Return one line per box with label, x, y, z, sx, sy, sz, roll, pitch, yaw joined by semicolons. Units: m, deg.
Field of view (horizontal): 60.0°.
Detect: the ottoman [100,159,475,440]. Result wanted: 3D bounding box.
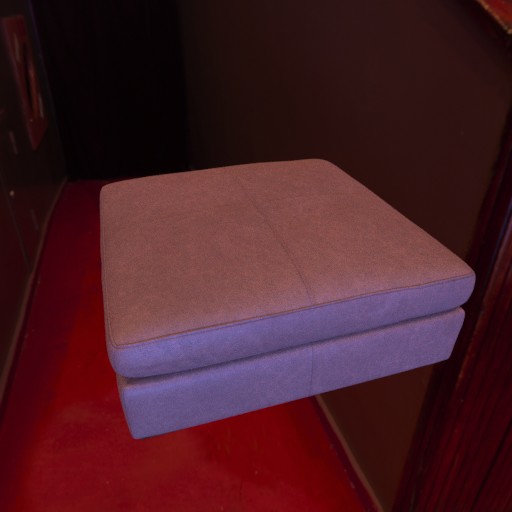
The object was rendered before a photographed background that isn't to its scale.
ottoman;0.000;0.000;1.797;1.168;0.490;1.168;-9;33;-15
